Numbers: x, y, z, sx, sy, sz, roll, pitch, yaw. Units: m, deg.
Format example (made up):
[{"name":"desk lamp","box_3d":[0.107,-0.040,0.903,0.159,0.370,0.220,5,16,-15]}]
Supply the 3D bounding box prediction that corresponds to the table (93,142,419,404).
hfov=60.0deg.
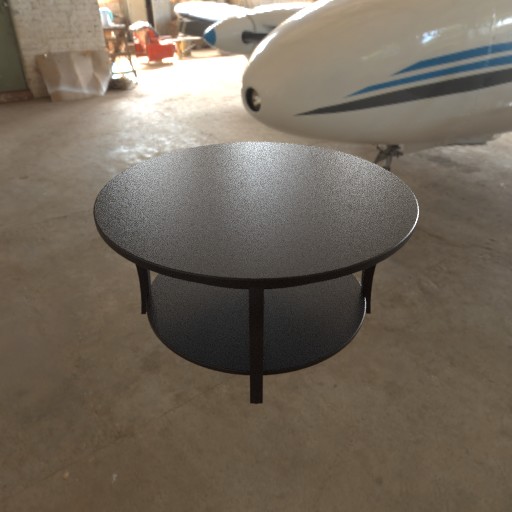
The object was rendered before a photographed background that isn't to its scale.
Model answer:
[{"name":"table","box_3d":[0.000,0.000,1.423,0.914,0.457,0.914,0,32,0]}]
